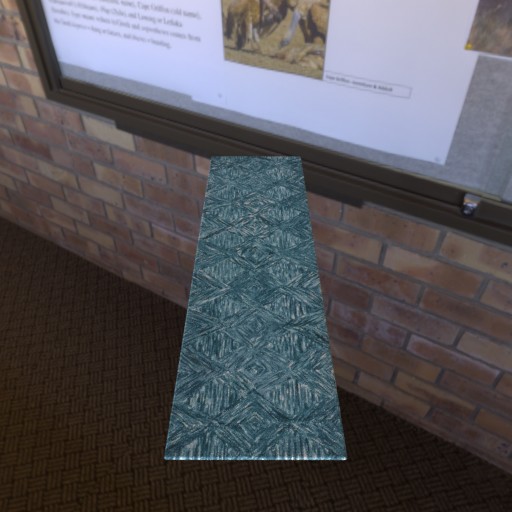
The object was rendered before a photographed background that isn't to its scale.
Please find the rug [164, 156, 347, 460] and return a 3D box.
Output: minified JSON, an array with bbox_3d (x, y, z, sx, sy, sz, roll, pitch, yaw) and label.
[{"bbox_3d":[0.000,0.000,2.497,0.676,0.016,2.286,0,41,0],"label":"rug"}]
